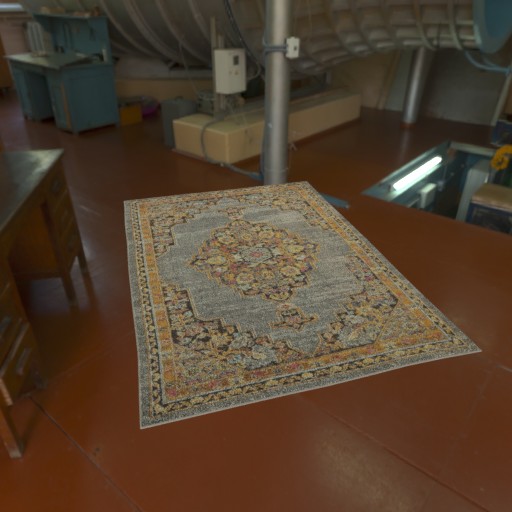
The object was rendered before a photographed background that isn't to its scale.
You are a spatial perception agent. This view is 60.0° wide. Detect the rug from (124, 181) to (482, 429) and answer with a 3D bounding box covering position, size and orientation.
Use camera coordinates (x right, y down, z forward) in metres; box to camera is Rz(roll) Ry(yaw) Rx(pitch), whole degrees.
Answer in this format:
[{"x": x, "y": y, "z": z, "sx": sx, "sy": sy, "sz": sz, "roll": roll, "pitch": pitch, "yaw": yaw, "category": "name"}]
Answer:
[{"x": 0.000, "y": 0.000, "z": 3.859, "sx": 2.158, "sy": 0.024, "sz": 3.063, "roll": -8, "pitch": 32, "yaw": -14, "category": "rug"}]
